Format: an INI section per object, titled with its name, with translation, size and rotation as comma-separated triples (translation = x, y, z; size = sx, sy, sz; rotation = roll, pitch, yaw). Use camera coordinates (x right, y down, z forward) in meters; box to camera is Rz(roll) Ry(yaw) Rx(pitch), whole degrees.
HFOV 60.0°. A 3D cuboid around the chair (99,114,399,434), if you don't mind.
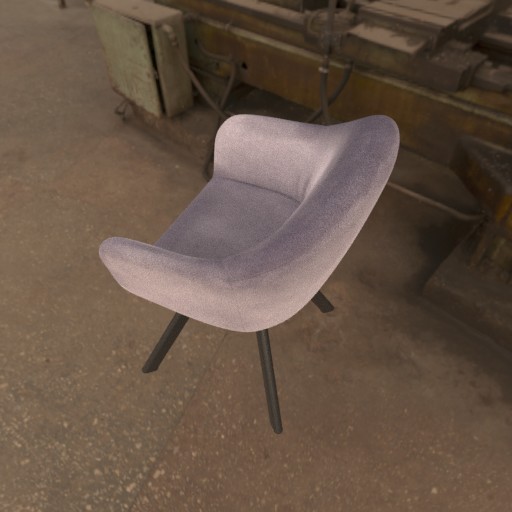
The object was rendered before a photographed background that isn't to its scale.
[chair]
translation = 0.000, 0.000, 1.116
size = 0.540, 0.780, 0.570
rotation = 18, 49, 17
